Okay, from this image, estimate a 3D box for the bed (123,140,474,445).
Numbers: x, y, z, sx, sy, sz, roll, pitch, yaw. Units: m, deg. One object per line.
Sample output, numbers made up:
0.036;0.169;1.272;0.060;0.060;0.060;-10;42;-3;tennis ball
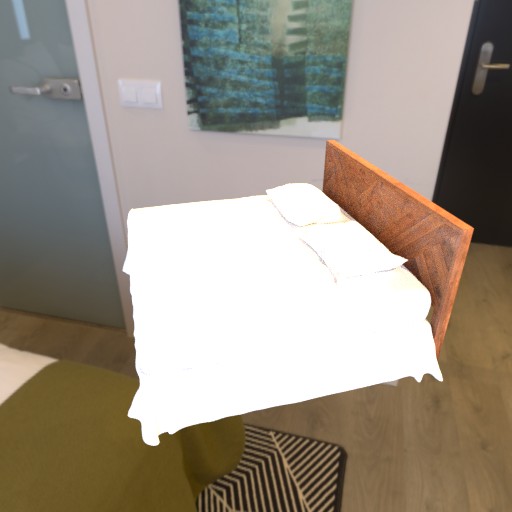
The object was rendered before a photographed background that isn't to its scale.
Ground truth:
0.000;0.000;3.507;2.165;1.158;2.255;-8;31;-13;bed
